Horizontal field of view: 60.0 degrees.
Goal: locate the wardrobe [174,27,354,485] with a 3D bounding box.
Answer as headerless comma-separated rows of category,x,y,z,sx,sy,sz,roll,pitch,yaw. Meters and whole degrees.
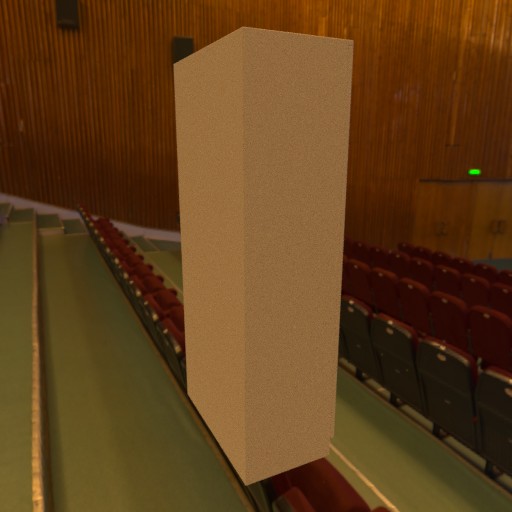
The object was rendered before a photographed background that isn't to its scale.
wardrobe,0.000,0.000,2.021,0.470,1.700,0.760,-7,16,-26
